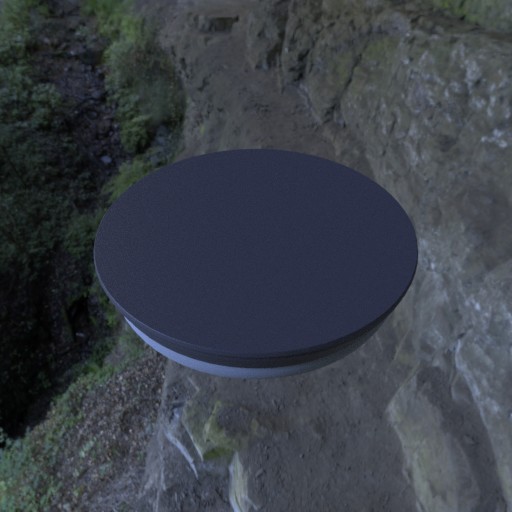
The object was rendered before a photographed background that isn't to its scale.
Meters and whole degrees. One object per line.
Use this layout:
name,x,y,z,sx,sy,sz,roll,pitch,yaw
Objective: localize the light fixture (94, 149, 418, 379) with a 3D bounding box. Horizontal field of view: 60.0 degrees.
light fixture,0.000,0.000,0.552,0.368,0.100,0.368,0,42,0
